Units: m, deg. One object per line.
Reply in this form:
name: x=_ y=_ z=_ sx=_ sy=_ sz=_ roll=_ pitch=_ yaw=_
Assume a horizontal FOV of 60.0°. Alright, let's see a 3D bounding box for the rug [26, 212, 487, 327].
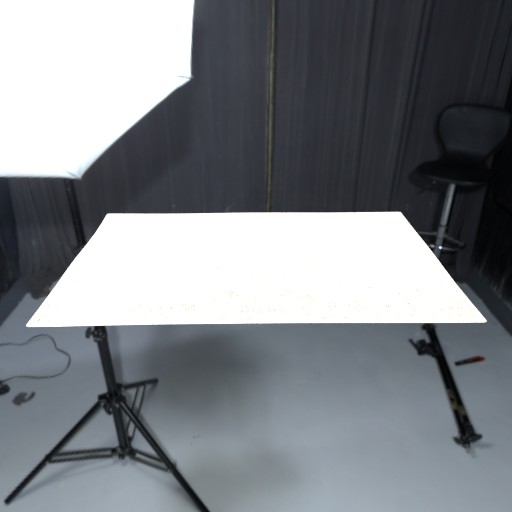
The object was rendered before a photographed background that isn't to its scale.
rug: x=0.000 y=0.000 z=3.006 sx=2.435 sy=0.012 sz=1.529 roll=0 pitch=28 yaw=-1
